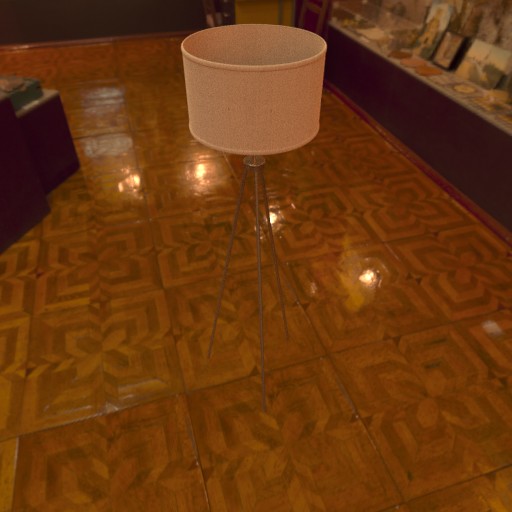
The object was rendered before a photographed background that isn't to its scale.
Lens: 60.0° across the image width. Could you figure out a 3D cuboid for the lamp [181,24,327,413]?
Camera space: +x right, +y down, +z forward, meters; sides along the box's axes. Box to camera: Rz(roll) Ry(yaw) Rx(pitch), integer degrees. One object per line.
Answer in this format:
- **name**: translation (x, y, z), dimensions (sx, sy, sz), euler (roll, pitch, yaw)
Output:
- **lamp**: translation (0.000, 0.000, 1.734), dimensions (0.449, 1.545, 0.460), euler (-10, 42, -11)
